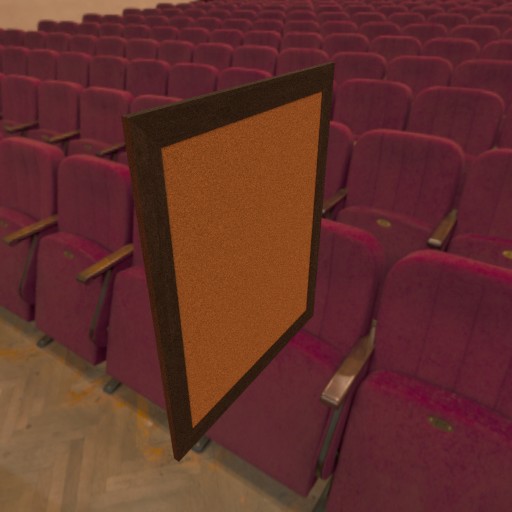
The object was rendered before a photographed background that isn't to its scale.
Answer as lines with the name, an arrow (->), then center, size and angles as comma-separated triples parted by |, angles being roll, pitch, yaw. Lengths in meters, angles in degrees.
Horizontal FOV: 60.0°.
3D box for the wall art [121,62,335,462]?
wall art -> 0.000, 0.000, 0.770 | 0.013, 0.570, 0.476 | 20, 36, 29
